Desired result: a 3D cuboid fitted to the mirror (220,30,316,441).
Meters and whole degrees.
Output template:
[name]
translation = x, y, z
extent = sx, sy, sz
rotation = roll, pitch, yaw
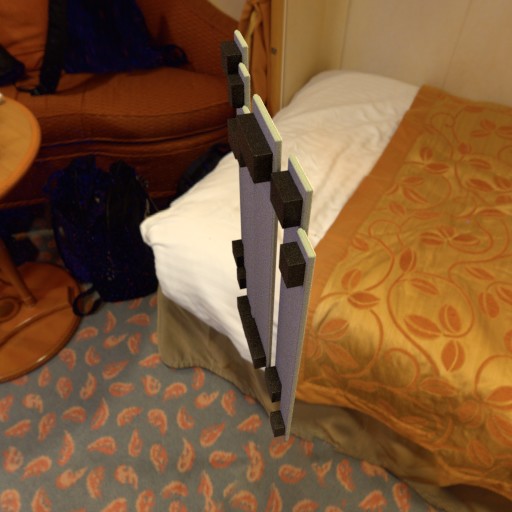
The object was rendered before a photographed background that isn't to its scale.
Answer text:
[mirror]
translation = 0.000, 0.000, 0.784
extent = 0.058, 0.611, 0.445
rotation = -11, 49, -10
